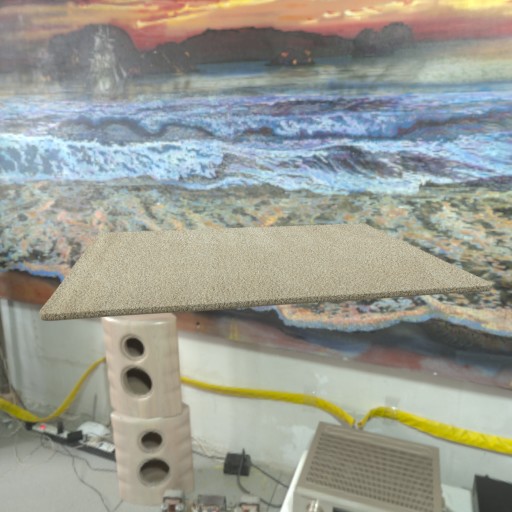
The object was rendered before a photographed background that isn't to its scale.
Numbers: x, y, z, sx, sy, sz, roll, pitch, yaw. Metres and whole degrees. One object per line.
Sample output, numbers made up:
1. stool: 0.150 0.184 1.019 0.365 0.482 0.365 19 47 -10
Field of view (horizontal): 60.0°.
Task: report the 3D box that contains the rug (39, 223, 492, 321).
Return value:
1. rug: 0.000 0.000 2.080 1.600 0.025 1.199 -3 16 -10
